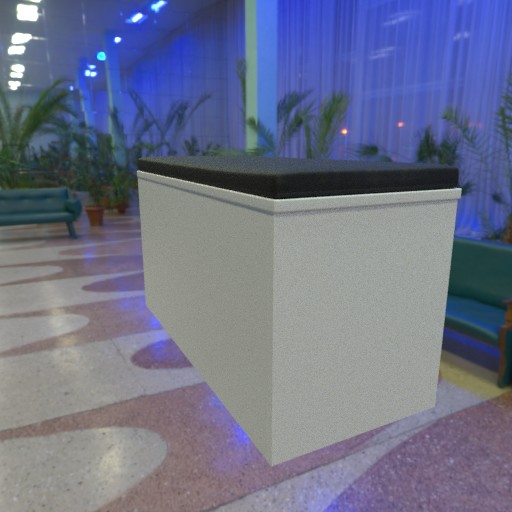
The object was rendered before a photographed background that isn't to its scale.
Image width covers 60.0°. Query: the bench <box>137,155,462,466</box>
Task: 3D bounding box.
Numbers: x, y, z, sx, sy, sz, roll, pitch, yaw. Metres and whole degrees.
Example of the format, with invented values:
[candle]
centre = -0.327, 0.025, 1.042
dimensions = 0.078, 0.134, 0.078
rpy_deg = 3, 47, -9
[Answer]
[bench]
centre = 0.000, 0.000, 1.169
dimensions = 0.401, 0.500, 0.899
rpy_deg = -7, 16, -26
